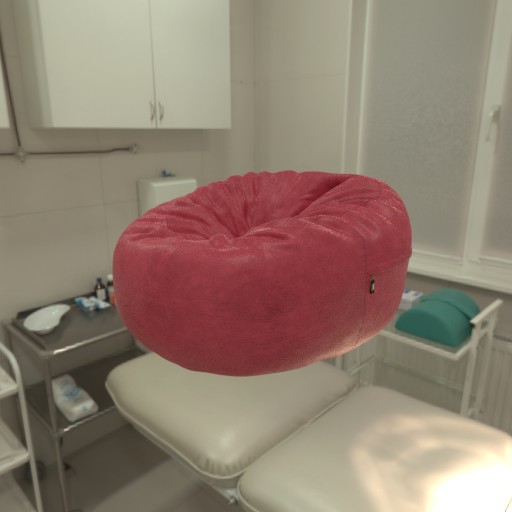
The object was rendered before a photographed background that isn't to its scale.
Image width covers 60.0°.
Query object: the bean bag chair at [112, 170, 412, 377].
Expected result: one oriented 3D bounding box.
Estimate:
[{"bbox_3d":[0.000,0.000,2.491,1.524,0.878,1.524,14,21,41],"label":"bean bag chair"}]
